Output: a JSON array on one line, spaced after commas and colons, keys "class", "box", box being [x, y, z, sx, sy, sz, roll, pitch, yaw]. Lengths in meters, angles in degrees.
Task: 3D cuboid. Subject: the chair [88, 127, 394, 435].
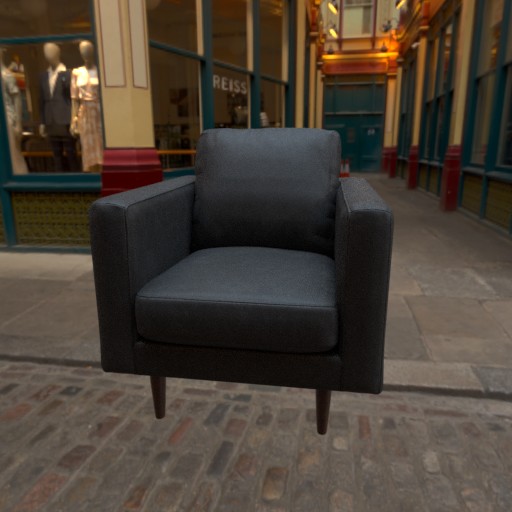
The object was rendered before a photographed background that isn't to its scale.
[{"class": "chair", "box": [0.000, 0.000, 1.587, 0.831, 0.898, 0.879, 2, 15, 8]}]
